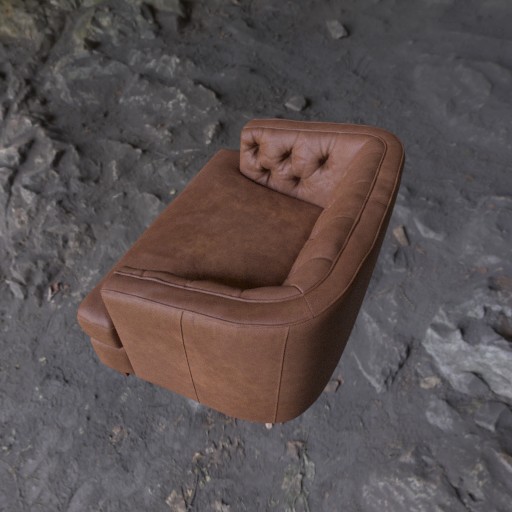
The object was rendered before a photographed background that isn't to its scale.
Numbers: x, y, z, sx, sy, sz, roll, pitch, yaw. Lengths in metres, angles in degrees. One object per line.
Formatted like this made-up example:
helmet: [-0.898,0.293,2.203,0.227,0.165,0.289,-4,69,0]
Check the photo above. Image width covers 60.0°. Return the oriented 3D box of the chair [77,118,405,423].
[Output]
chair: [0.000,0.000,1.771,0.911,0.836,1.119,18,49,16]
